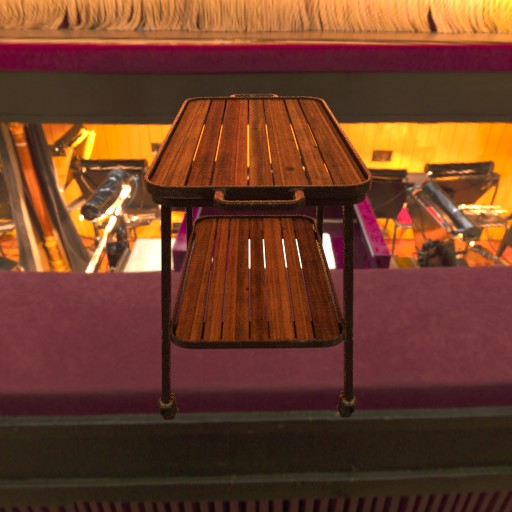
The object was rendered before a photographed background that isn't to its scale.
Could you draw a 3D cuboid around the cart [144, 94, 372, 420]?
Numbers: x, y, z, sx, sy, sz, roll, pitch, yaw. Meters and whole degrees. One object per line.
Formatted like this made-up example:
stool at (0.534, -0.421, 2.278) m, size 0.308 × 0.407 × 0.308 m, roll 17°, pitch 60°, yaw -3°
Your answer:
cart at (0.000, 0.000, 1.224) m, size 0.515 × 0.700 × 0.806 m, roll 0°, pitch 32°, yaw -1°
